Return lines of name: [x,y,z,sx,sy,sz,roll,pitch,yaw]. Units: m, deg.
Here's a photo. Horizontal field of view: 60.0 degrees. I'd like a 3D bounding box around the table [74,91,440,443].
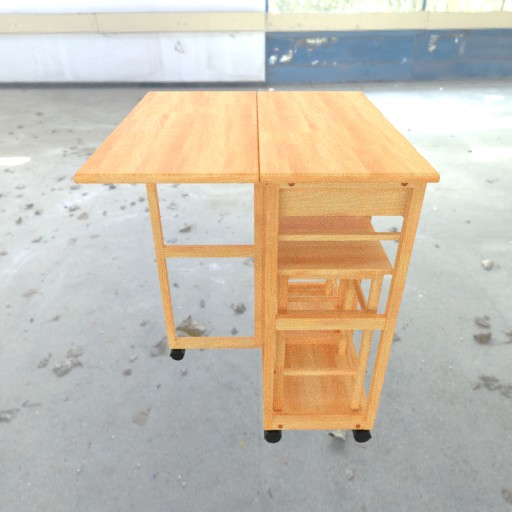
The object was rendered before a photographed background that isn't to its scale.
table: [0.000,0.000,1.368,0.693,0.832,0.752,0,32,0]
